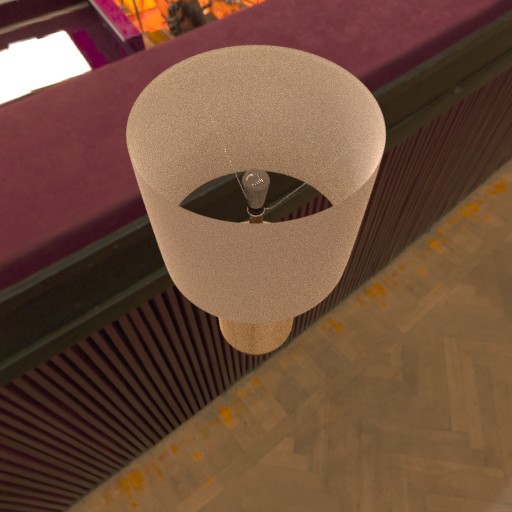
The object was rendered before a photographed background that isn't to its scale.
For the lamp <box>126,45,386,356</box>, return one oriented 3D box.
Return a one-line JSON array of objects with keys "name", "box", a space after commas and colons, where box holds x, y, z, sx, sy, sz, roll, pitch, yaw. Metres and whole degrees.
[{"name": "lamp", "box": [0.000, 0.000, 0.577, 0.228, 0.444, 0.228, -31, 63, -18]}]
